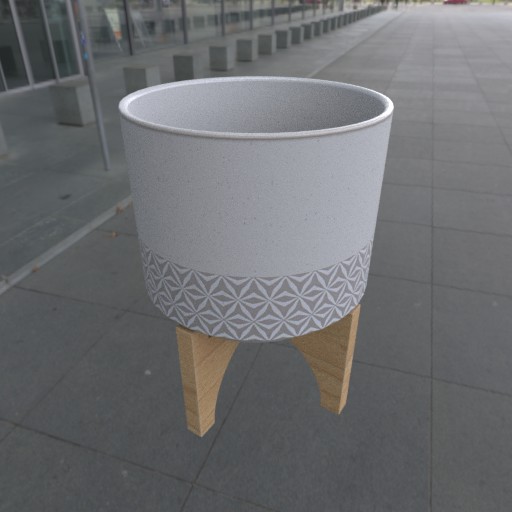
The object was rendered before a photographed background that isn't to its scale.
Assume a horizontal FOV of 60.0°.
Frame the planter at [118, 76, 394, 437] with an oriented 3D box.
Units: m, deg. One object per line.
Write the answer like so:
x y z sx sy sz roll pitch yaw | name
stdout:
0.000 0.000 0.501 0.249 0.343 0.249 0 31 0 | planter
